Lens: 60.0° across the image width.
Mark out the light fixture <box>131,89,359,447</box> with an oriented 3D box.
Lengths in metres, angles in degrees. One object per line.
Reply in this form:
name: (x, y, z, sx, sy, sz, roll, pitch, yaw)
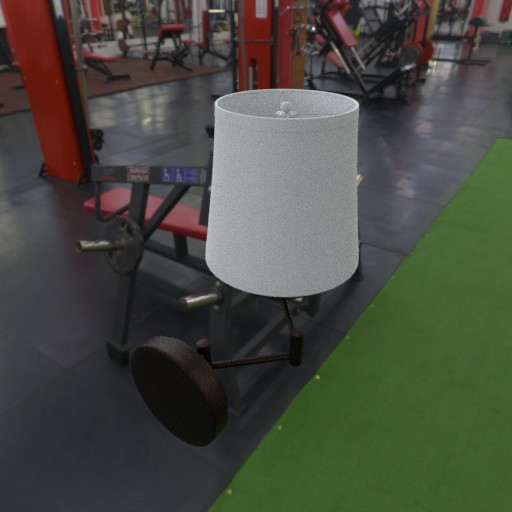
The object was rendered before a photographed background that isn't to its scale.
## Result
light fixture: (0.000, 0.000, 0.270, 0.100, 0.172, 0.157, 21, 36, 31)
